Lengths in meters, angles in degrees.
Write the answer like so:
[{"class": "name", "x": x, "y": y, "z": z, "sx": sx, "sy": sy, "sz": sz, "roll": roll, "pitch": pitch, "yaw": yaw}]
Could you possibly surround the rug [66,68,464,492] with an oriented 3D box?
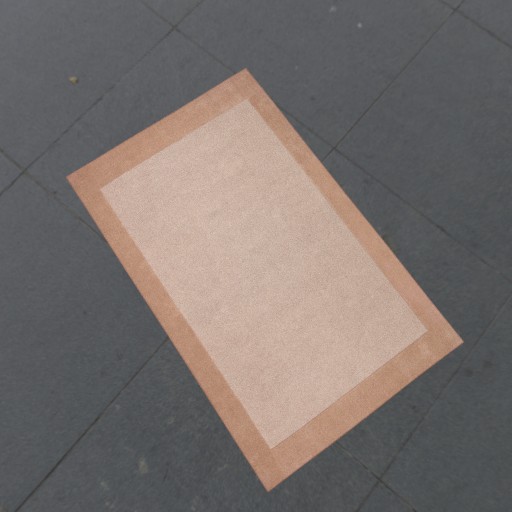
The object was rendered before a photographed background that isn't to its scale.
[{"class": "rug", "x": 0.000, "y": 0.000, "z": 2.950, "sx": 1.524, "sy": 0.014, "sz": 2.438, "roll": -34, "pitch": 79, "yaw": -8}]
